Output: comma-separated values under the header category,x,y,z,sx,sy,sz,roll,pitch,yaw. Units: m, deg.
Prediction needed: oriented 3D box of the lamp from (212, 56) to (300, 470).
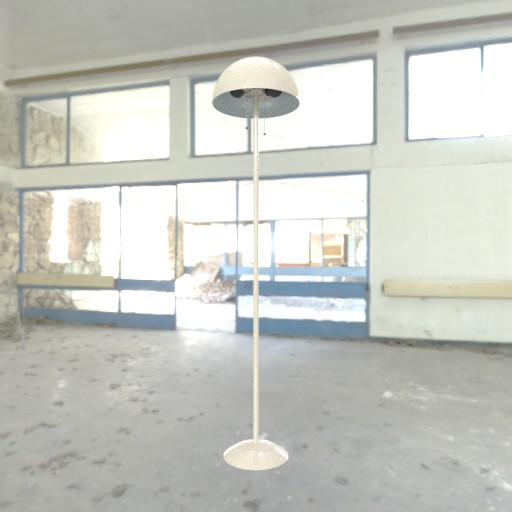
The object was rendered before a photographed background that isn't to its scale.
category,x,y,z,sx,sy,sz,roll,pitch,yaw
lamp,0.000,0.000,1.654,0.328,1.480,0.328,0,0,18
